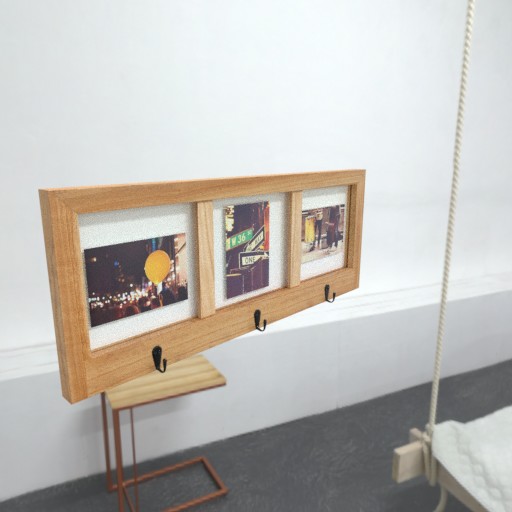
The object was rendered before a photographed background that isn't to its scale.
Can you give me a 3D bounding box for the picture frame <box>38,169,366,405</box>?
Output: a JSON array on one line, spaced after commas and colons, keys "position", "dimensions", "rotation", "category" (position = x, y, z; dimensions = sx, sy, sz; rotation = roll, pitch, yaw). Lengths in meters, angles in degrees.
[{"position": [0.000, 0.000, 0.662], "dimensions": [0.045, 0.234, 0.582], "rotation": [13, 19, 43], "category": "picture frame"}]
